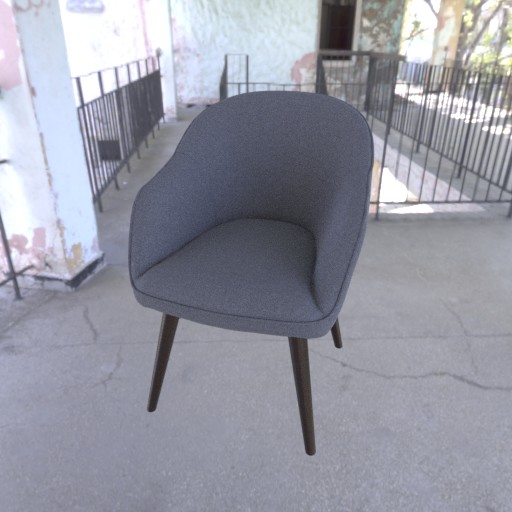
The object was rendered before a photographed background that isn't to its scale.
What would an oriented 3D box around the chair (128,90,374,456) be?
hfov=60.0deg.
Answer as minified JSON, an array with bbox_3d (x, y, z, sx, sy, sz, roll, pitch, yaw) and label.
[{"bbox_3d":[0.000,0.000,1.234,0.589,0.810,0.611,8,27,16],"label":"chair"}]
